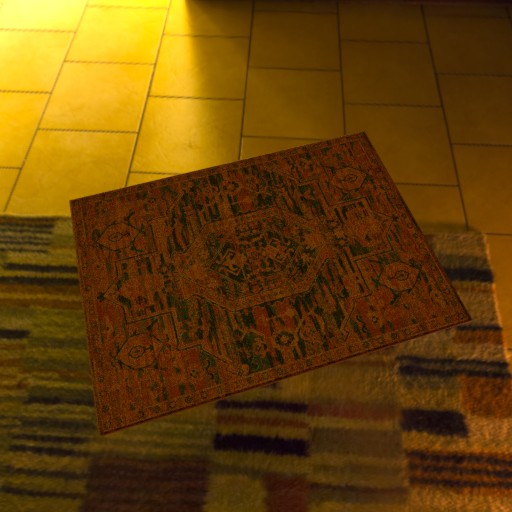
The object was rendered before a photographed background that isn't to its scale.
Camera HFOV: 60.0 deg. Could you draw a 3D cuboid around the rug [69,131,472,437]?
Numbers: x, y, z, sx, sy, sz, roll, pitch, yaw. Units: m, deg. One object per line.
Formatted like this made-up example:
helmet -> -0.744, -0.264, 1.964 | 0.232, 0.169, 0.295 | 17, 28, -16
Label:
rug -> 0.000, 0.000, 2.839 | 2.204, 0.024, 1.588 | -15, 62, -8
